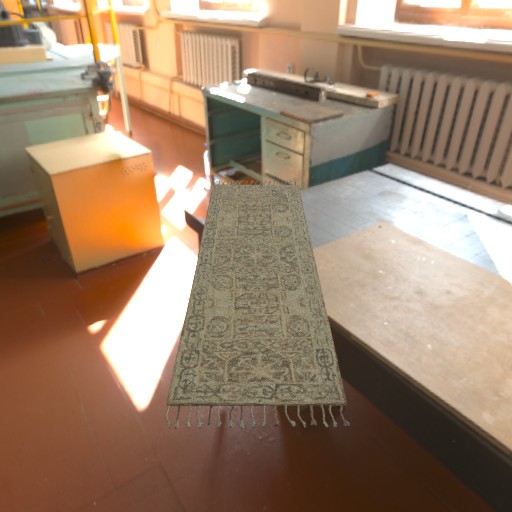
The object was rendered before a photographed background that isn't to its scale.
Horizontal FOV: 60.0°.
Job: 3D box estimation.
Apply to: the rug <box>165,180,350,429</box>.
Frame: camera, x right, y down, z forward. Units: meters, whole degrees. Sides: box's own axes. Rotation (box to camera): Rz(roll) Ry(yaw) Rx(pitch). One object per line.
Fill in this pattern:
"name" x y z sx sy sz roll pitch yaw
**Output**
"rug" 0.000 0.000 2.909 0.762 0.011 2.664 0 31 0
